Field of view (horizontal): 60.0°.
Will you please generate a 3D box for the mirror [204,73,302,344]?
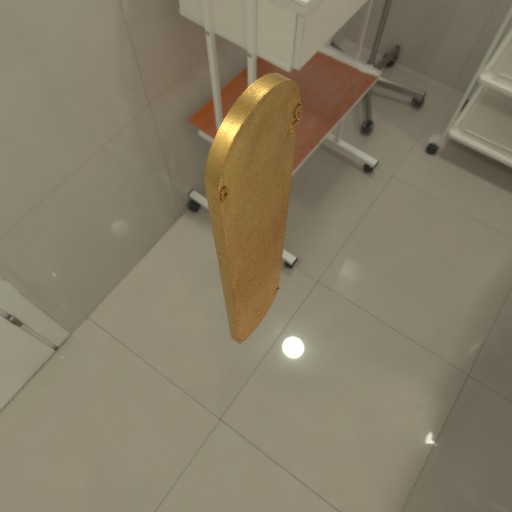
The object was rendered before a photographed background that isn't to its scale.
[{"bbox_3d":[0.000,0.000,1.050,0.032,0.991,0.222,32,68,15],"label":"mirror"}]
